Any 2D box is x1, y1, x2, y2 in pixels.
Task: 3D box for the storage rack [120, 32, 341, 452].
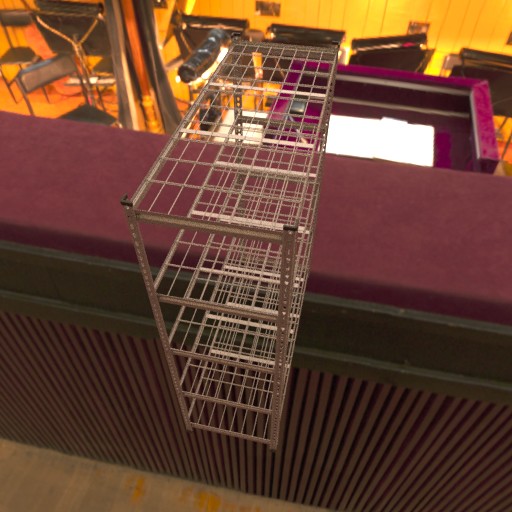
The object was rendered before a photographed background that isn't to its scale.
[{"bbox_3d":[0.000,0.000,2.682,0.610,1.981,1.524,9,48,9],"label":"storage rack"}]
